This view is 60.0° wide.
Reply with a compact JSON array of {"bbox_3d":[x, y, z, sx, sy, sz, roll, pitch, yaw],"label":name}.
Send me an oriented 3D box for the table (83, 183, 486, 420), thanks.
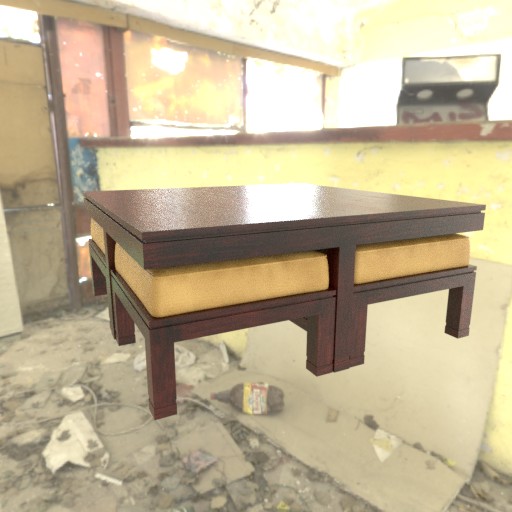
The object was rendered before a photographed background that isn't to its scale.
[{"bbox_3d":[0.000,0.000,1.345,0.865,0.356,0.865,-7,15,-26],"label":"table"}]
